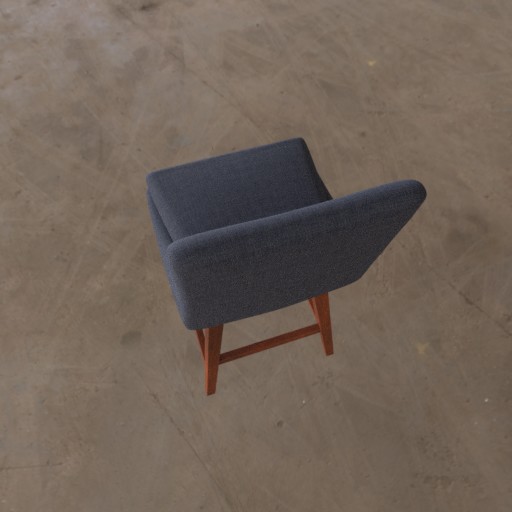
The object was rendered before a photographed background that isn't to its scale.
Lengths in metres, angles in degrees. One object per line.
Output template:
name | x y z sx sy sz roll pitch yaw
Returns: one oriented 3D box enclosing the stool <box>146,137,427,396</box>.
stool | 0.000 0.000 1.156 0.467 0.895 0.524 -16 58 -10
